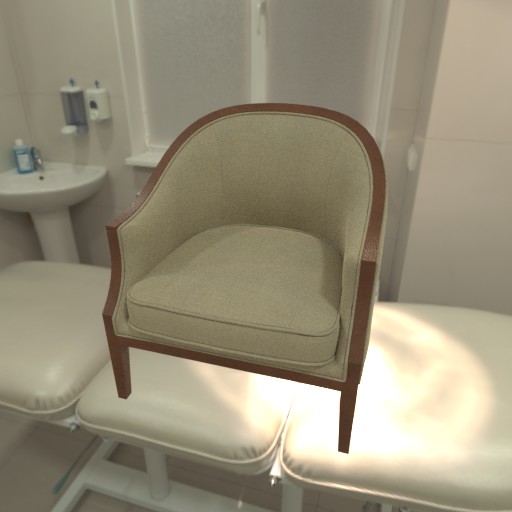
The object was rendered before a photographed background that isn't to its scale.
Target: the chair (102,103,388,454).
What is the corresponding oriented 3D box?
[{"bbox_3d":[0.000,0.000,1.485,0.803,0.876,0.735,8,29,15],"label":"chair"}]
